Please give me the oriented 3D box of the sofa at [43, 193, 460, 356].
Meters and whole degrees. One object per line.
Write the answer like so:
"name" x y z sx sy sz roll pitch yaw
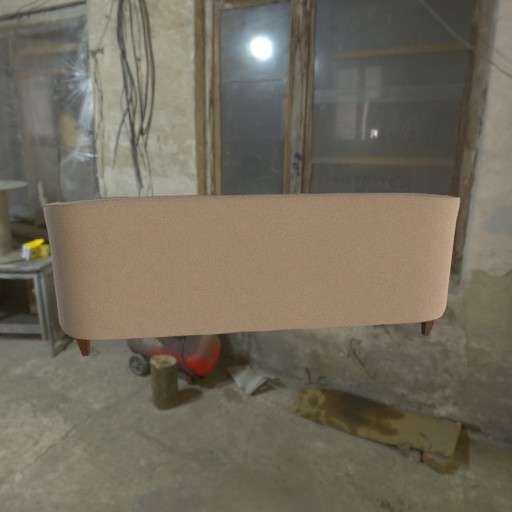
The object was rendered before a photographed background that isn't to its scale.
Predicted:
"sofa" 0.000 0.000 2.747 2.278 0.855 0.941 -2 15 -7
